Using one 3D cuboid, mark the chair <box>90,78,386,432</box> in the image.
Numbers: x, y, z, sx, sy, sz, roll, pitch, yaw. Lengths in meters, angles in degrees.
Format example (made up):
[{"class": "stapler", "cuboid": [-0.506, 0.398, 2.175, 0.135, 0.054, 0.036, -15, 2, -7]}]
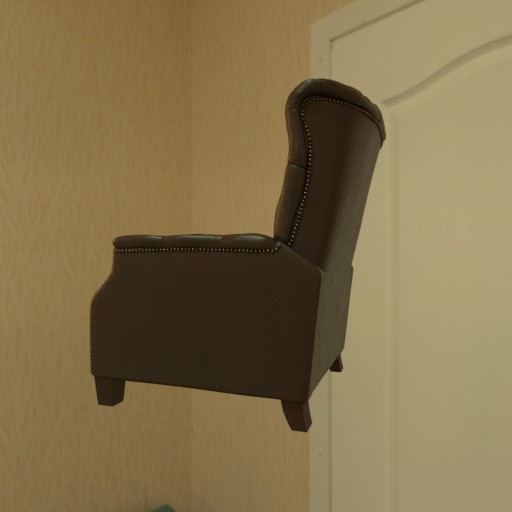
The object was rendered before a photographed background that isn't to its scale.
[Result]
[{"class": "chair", "cuboid": [0.000, 0.000, 1.476, 0.823, 0.864, 0.709, 0, 0, 19]}]
